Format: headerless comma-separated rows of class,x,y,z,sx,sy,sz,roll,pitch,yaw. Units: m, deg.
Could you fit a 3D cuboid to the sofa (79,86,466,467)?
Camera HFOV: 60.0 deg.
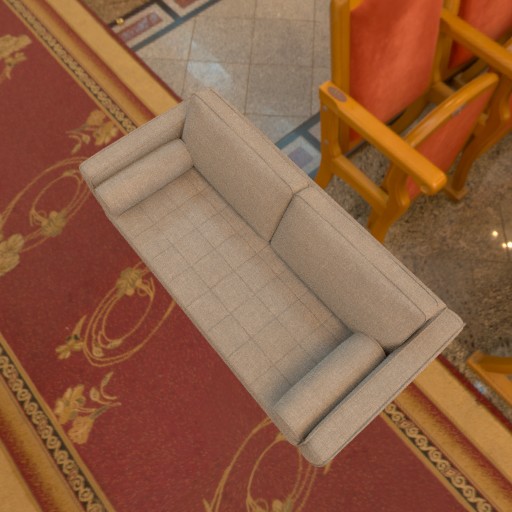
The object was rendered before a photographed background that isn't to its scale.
sofa,0.000,0.000,2.300,0.914,0.762,1.879,-38,71,-16
